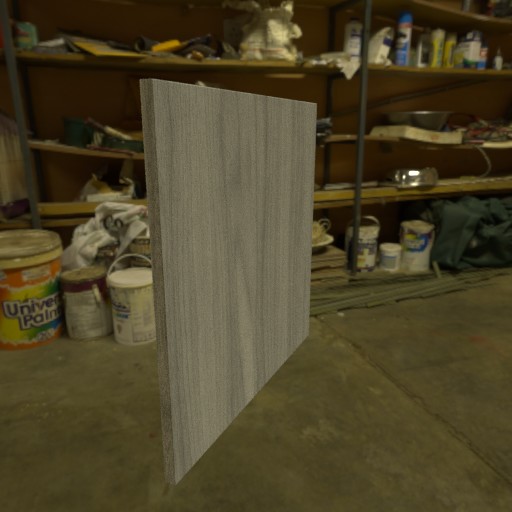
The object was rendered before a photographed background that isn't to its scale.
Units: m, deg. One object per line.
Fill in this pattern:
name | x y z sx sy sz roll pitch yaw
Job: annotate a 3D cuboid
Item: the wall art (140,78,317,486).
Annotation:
wall art | 0.000 0.000 0.742 0.016 0.507 0.508 8 18 26
